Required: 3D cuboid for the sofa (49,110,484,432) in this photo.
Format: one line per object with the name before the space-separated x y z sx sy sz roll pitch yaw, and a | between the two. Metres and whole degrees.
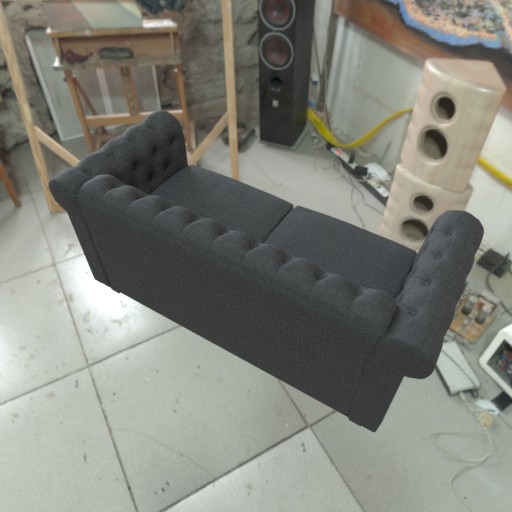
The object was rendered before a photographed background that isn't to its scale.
sofa | 0.000 0.000 2.184 1.798 0.797 0.783 24 51 21
